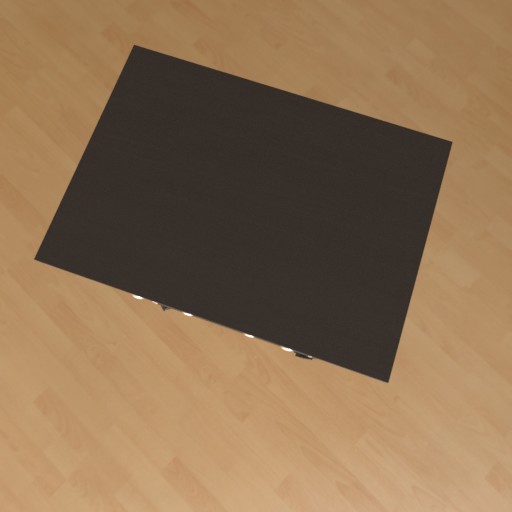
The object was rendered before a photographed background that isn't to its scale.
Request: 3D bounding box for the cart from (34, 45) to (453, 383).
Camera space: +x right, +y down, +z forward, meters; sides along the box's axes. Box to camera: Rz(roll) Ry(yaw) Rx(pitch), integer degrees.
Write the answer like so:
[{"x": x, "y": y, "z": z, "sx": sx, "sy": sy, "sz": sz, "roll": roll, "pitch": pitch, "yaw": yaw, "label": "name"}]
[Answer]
[{"x": 0.000, "y": 0.000, "z": 1.221, "sx": 0.660, "sy": 0.879, "sz": 0.456, "roll": 19, "pitch": 78, "yaw": 4, "label": "cart"}]
